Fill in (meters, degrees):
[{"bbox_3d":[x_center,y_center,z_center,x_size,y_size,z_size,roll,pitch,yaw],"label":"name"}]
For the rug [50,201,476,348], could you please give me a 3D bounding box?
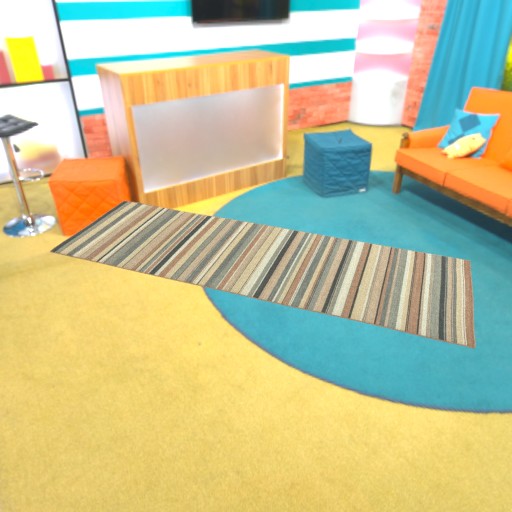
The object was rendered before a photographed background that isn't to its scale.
[{"bbox_3d":[0.000,0.000,2.700,2.444,0.010,0.799,11,34,17],"label":"rug"}]
